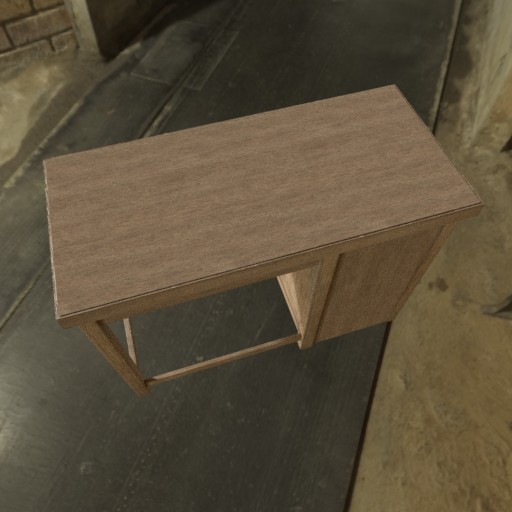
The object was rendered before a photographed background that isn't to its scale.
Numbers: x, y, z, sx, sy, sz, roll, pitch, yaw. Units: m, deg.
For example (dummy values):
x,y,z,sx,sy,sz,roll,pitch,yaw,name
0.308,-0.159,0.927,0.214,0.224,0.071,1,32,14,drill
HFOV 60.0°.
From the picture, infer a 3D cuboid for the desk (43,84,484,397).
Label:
x,y,z,sx,sy,sz,roll,pitch,yaw,name
0.000,0.000,1.800,1.289,0.912,0.610,-15,59,-9,desk
